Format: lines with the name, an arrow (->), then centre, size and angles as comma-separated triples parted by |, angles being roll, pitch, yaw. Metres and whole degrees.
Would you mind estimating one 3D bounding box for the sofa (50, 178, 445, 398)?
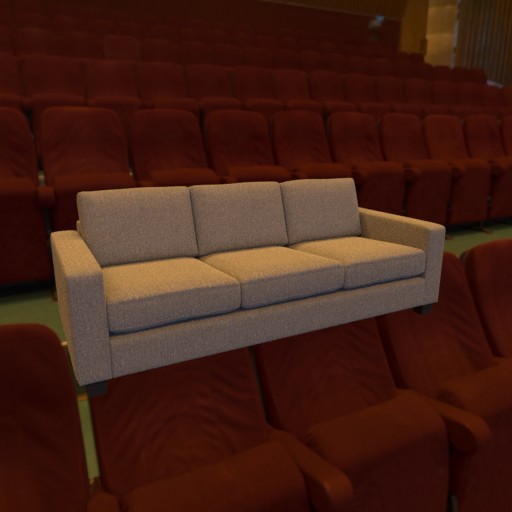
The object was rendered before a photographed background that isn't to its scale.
sofa -> 0.000, 0.000, 2.590 | 2.120, 0.800, 0.900 | -8, 17, -27
